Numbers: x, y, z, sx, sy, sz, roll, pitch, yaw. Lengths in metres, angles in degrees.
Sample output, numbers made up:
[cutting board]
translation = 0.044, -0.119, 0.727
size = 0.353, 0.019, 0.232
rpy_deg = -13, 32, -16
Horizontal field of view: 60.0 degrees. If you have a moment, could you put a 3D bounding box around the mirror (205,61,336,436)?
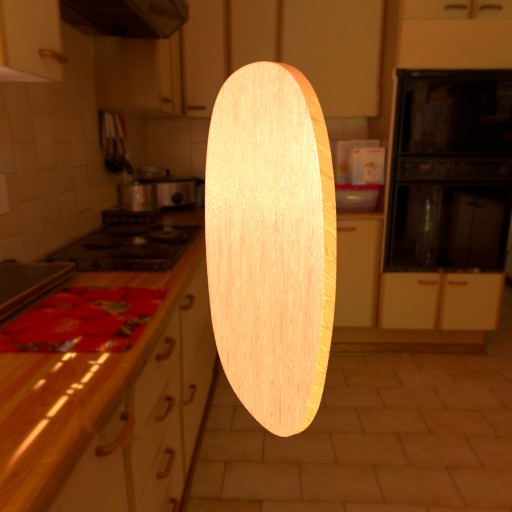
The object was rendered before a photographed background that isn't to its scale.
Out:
[mirror]
translation = 0.000, 0.000, 1.337
size = 0.037, 1.075, 0.724
rpy_deg = -8, 16, -27
